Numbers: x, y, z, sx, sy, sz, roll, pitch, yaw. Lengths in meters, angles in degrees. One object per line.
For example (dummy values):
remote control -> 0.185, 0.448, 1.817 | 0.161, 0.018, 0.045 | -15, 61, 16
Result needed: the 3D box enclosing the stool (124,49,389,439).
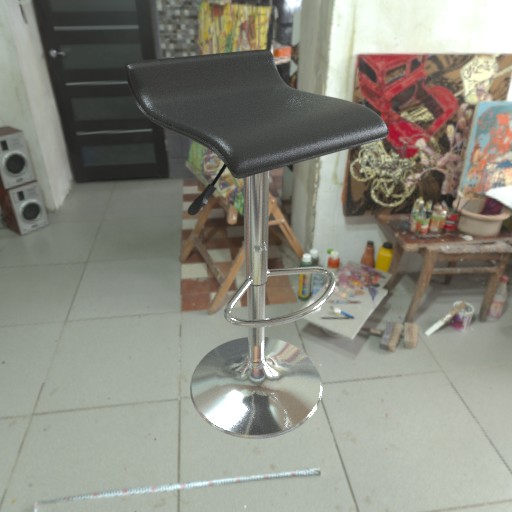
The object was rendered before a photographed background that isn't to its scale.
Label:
stool -> 0.000, 0.000, 1.062 | 0.381, 0.851, 0.381 | -22, 37, -31
